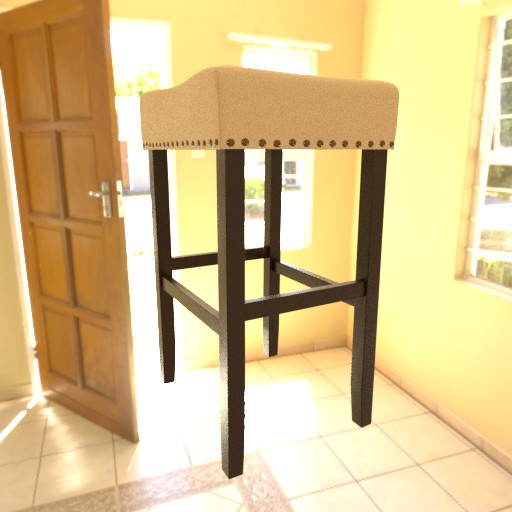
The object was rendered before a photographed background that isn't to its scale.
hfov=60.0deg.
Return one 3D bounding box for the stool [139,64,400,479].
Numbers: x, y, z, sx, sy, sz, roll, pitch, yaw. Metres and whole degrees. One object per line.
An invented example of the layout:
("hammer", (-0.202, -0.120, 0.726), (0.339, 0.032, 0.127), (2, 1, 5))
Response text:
("stool", (0.000, 0.000, 1.056), (0.401, 0.762, 0.471), (-7, 15, -29))
